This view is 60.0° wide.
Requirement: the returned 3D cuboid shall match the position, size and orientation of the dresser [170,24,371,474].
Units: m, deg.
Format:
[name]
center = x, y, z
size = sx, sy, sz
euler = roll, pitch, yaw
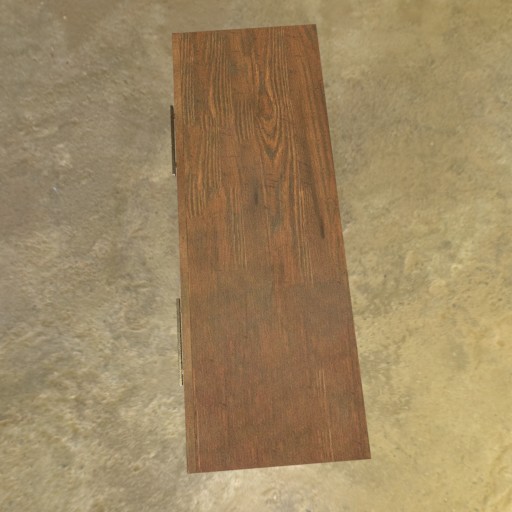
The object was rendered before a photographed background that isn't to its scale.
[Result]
[dresser]
center = 0.000, 0.000, 2.119
size = 0.623, 1.061, 1.646
euler = -4, 76, -1
